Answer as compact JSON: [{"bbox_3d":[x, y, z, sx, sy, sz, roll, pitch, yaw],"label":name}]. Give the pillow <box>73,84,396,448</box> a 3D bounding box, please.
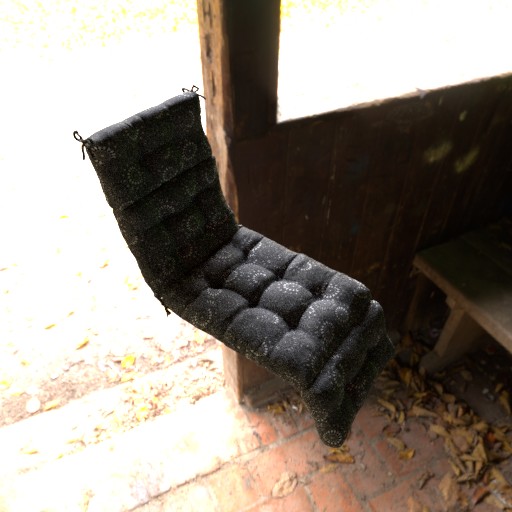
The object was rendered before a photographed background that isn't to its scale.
[{"bbox_3d":[0.000,0.000,1.532,1.016,0.863,0.526,26,47,26],"label":"pillow"}]
